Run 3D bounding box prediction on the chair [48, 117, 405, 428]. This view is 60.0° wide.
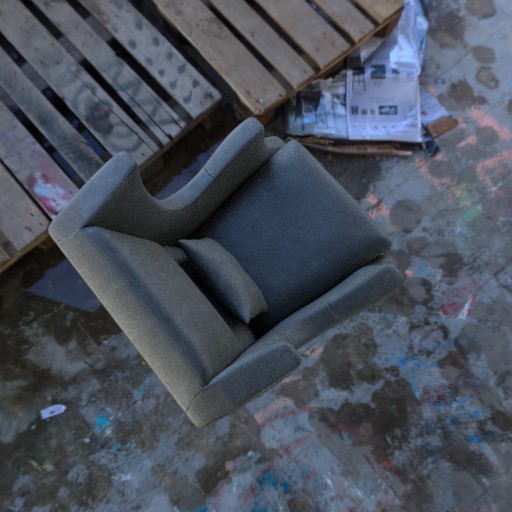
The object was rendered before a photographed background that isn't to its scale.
[{"bbox_3d":[0.000,0.000,1.664,0.926,1.016,0.853,-39,79,-9],"label":"chair"}]
